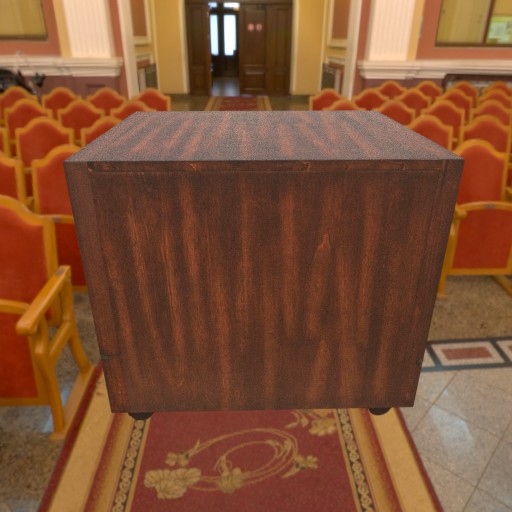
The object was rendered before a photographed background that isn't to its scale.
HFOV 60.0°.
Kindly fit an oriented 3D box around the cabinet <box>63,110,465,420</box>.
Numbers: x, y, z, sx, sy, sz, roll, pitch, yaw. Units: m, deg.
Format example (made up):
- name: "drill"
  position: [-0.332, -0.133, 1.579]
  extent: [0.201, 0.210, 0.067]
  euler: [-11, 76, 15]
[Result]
- name: "cabinet"
  position: [0.000, 0.000, 0.815]
  extent: [0.500, 0.455, 0.402]
  euler: [-1, 26, -1]
